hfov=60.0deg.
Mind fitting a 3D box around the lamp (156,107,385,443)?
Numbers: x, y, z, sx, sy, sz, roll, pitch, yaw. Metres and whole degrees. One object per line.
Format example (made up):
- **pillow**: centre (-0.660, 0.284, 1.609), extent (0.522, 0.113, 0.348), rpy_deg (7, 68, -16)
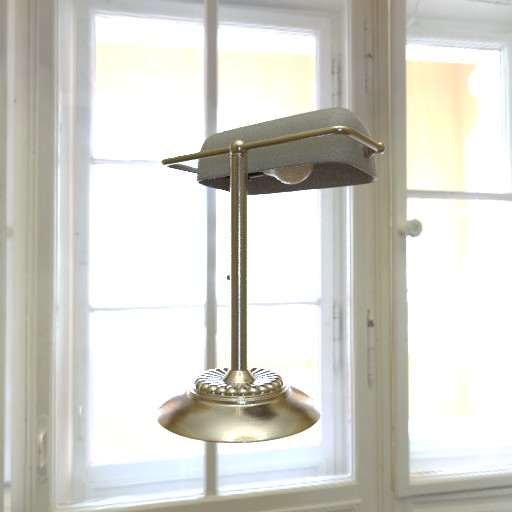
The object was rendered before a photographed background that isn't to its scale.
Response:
- **lamp**: centre (0.000, 0.000, 0.515), extent (0.264, 0.339, 0.243), rpy_deg (0, 0, 36)
